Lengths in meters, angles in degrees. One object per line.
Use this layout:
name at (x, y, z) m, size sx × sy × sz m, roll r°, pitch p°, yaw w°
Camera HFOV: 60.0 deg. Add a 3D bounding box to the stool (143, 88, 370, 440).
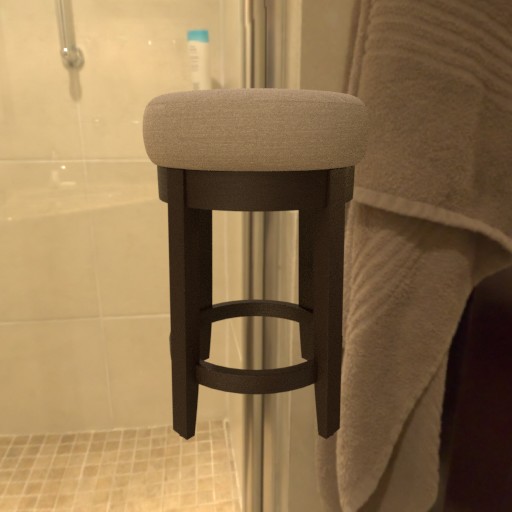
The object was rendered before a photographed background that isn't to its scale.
stool at (0.000, 0.000, 0.960) m, size 0.443 × 0.672 × 0.443 m, roll 0°, pitch 16°, yaw 0°
